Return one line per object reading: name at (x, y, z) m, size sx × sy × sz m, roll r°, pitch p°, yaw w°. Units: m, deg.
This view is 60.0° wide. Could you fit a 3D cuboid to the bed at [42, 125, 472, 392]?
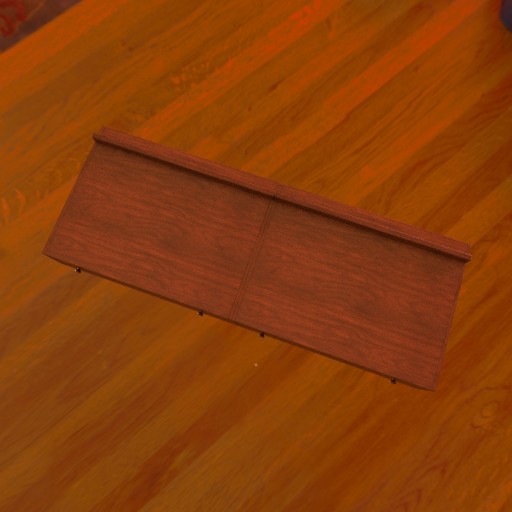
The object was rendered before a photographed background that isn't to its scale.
bed at (0.000, 0.000, 2.366) m, size 2.057 × 0.326 × 0.787 m, roll 19°, pitch 77°, yaw 4°
